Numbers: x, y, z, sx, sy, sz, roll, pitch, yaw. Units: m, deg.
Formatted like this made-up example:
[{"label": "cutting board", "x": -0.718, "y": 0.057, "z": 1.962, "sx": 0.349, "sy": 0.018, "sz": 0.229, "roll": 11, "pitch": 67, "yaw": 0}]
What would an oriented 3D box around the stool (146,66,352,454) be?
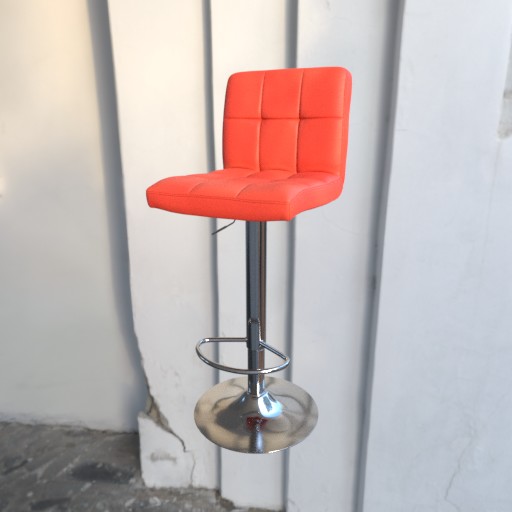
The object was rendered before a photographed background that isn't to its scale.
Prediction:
[{"label": "stool", "x": 0.000, "y": 0.000, "z": 1.366, "sx": 0.430, "sy": 1.115, "sz": 0.505, "roll": 8, "pitch": 18, "yaw": 25}]
